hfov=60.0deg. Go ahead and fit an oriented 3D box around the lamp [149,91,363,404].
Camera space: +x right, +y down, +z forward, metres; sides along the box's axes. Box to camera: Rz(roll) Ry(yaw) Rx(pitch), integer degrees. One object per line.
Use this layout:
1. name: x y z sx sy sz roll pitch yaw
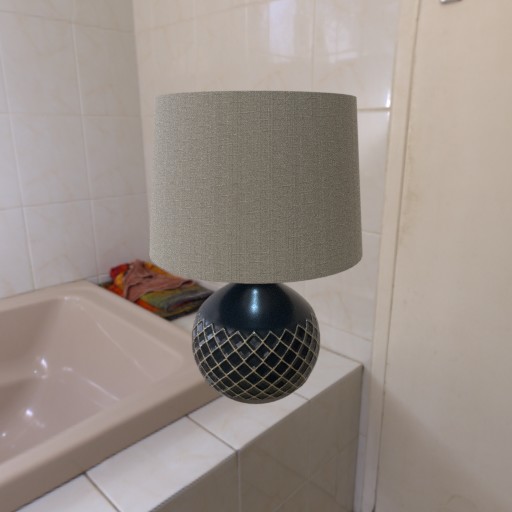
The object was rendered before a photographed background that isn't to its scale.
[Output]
1. lamp: 0.000 0.000 0.806 0.376 0.540 0.376 0 16 0
